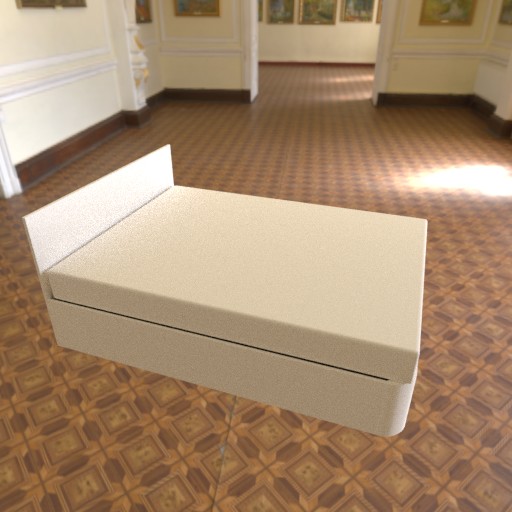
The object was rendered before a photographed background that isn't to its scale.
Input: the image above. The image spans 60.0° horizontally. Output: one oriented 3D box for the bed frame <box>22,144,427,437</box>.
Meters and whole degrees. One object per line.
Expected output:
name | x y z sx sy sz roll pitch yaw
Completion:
bed frame | 0.000 0.000 2.628 1.900 0.800 1.400 10 31 17
